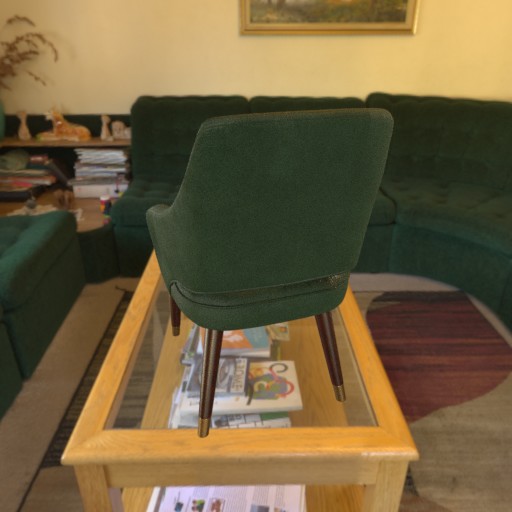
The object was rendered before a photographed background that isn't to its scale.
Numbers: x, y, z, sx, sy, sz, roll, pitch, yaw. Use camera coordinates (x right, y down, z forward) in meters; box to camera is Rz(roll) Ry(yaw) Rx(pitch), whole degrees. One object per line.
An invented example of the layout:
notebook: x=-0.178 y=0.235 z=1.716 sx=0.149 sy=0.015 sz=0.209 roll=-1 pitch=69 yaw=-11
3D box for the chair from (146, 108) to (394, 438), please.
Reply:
chair: x=0.000 y=0.000 z=1.558 sx=0.683 sy=1.081 sz=0.794 roll=-8 pitch=27 yaw=-16
